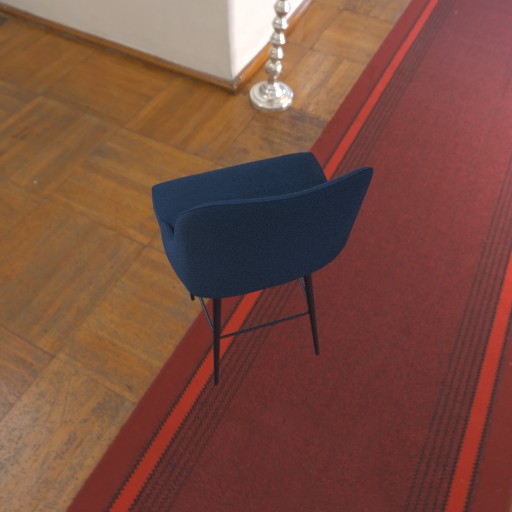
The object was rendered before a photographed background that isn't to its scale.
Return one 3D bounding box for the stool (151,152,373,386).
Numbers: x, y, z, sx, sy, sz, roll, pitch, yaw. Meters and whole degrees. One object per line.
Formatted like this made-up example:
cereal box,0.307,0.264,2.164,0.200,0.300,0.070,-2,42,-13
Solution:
stool,0.000,0.000,1.360,0.527,1.079,0.489,-14,57,-9
